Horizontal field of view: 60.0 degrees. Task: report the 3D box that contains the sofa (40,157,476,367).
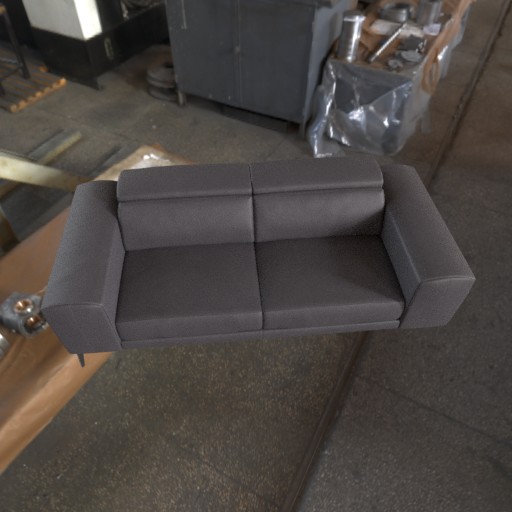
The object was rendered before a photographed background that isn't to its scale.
[{"bbox_3d":[0.000,0.000,2.843,2.330,0.814,1.048,-4,47,-3],"label":"sofa"}]
